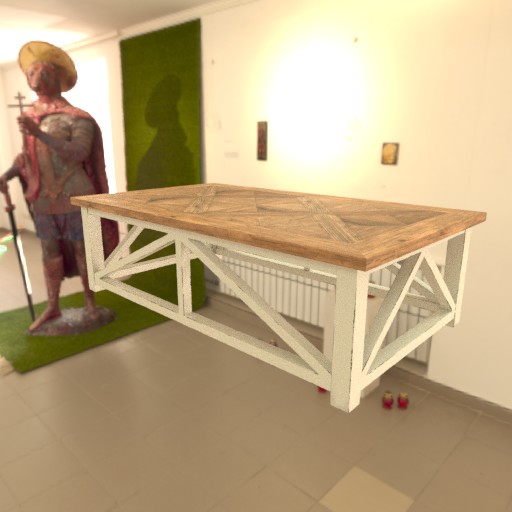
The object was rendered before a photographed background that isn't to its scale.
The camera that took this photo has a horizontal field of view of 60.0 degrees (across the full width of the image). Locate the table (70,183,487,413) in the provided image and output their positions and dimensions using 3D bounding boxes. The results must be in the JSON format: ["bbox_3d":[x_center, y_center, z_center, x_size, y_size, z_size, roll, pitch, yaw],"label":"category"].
[{"bbox_3d":[0.000,0.000,1.740,1.400,0.410,0.800,14,21,41],"label":"table"}]
